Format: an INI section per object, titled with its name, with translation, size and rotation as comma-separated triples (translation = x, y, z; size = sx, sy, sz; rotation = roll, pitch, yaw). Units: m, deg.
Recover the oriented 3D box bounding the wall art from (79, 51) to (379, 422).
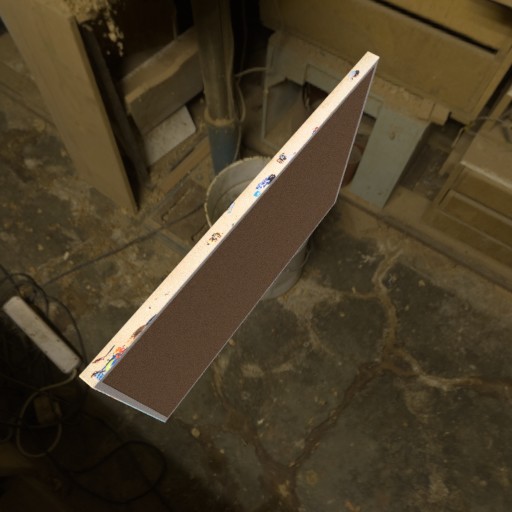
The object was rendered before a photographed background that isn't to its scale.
[wall art]
translation = 0.000, 0.000, 1.418
size = 0.040, 0.769, 1.136
rotation = 34, 69, 15
